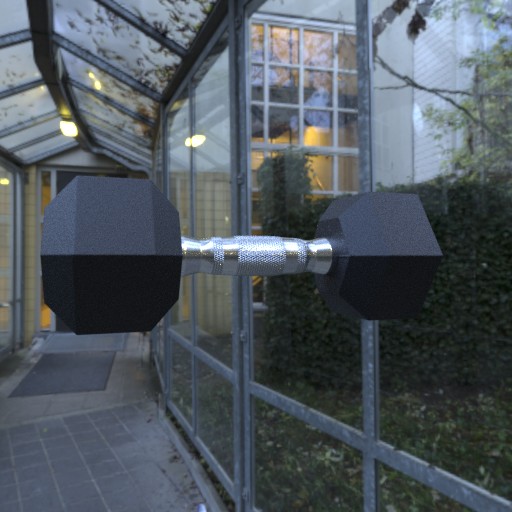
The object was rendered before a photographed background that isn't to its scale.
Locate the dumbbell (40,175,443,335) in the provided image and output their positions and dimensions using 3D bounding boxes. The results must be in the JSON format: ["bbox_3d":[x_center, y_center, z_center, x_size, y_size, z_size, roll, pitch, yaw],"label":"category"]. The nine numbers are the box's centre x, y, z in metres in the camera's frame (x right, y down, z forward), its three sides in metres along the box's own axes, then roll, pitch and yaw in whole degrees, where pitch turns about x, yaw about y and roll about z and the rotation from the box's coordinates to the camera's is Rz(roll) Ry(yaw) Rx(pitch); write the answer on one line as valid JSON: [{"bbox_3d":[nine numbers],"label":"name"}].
[{"bbox_3d":[0.000,0.000,0.317,0.272,0.092,0.106,0,0,-18],"label":"dumbbell"}]
